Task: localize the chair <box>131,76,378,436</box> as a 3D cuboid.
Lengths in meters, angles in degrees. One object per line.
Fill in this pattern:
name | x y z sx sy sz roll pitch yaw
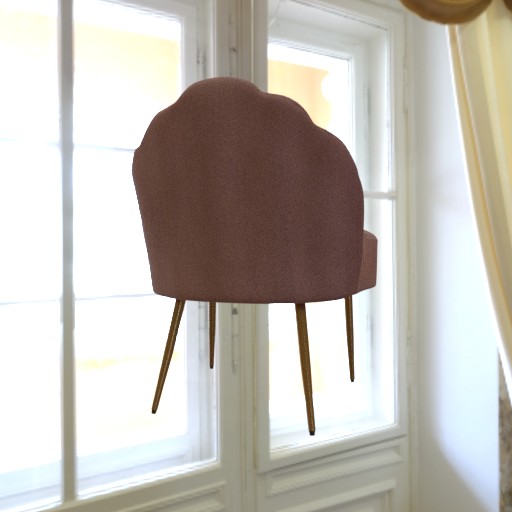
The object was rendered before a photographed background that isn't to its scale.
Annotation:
chair | 0.000 0.000 1.283 0.657 0.819 0.599 0 1 19
